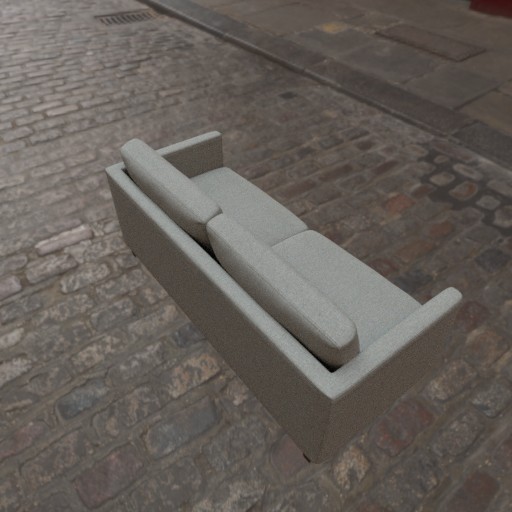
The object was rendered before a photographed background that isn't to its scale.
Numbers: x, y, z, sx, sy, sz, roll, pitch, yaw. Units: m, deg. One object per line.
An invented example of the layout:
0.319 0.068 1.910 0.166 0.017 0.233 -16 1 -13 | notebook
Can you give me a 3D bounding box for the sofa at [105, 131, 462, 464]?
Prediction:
0.000 0.000 2.770 0.956 0.963 2.208 -28 49 -27 | sofa
